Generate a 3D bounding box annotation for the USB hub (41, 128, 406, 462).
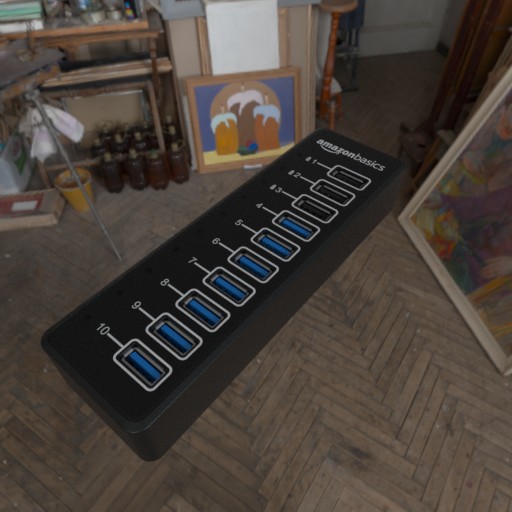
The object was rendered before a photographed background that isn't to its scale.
[{"bbox_3d":[0.000,0.000,0.162,0.044,0.023,0.145,32,55,25],"label":"USB hub"}]
